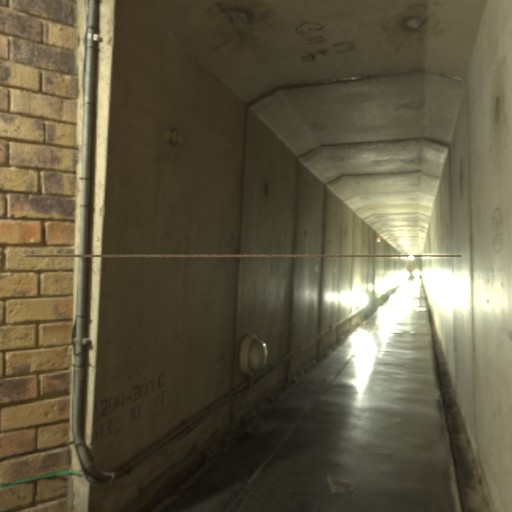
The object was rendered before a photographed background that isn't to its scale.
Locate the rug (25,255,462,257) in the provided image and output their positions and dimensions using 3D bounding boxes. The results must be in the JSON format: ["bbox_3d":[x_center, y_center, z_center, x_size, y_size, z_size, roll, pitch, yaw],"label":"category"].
[{"bbox_3d":[0.000,0.000,2.732,2.435,0.011,0.750,0,0,-17],"label":"rug"}]
